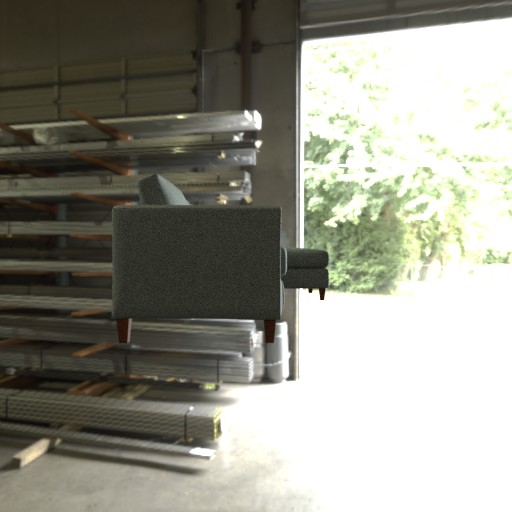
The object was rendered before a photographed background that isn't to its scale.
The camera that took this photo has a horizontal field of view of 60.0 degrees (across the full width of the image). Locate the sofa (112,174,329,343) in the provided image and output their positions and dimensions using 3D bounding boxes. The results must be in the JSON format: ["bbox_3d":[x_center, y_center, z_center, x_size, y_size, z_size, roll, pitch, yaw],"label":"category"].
[{"bbox_3d":[0.000,0.000,4.079,1.604,0.950,3.471,0,0,0],"label":"sofa"}]
